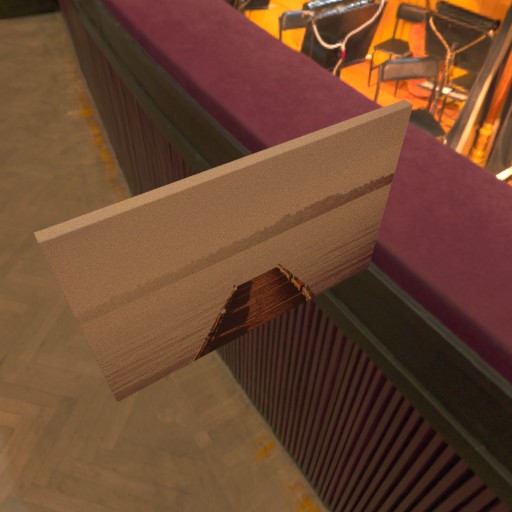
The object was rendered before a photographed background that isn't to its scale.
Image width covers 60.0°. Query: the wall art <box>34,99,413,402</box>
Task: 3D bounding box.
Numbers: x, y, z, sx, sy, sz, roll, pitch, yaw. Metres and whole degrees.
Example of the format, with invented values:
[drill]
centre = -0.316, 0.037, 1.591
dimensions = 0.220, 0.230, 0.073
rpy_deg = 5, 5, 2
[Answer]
[wall art]
centre = 0.000, 0.000, 0.784
dimensions = 0.615, 0.410, 0.021
rpy_deg = -25, 51, -22
